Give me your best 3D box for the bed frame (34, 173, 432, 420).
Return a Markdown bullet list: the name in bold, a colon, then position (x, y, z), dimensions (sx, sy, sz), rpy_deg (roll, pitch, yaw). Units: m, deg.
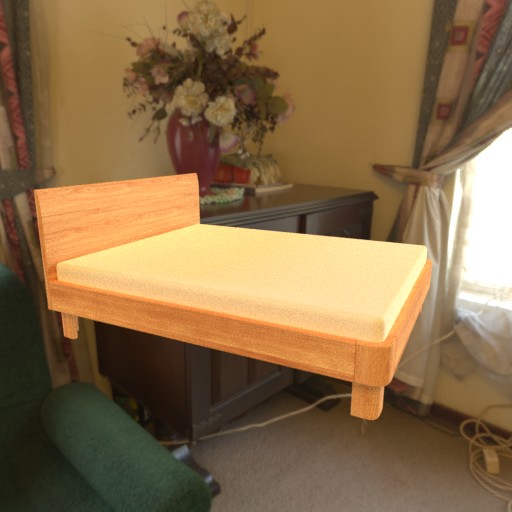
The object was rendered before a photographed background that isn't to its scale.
- **bed frame**: position (0.000, 0.000, 2.983), dimensions (2.092, 0.940, 1.660), rpy_deg (7, 16, 26)
